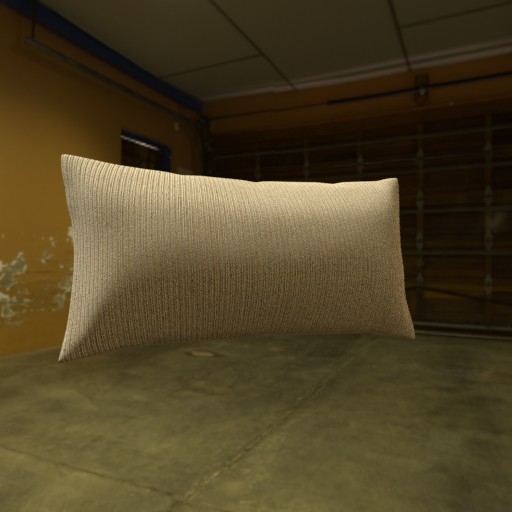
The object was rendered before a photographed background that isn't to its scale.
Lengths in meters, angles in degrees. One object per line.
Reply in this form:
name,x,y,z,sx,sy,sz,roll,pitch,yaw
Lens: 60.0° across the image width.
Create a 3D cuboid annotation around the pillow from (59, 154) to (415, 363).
pillow,0.000,0.000,0.746,0.608,0.307,0.155,0,-1,-19
